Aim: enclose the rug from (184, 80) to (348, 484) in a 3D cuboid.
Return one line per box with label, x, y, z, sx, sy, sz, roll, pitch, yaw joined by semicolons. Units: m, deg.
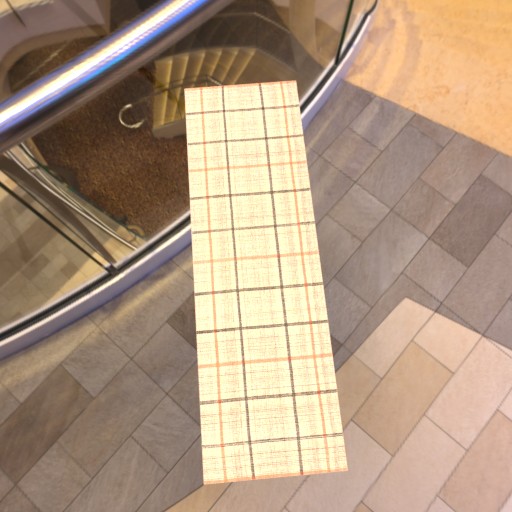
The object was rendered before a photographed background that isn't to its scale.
rug;0.000;0.000;2.675;0.762;0.008;2.439;-5;74;-1
